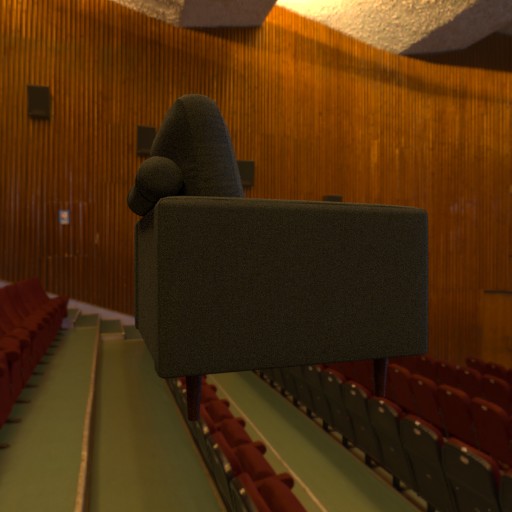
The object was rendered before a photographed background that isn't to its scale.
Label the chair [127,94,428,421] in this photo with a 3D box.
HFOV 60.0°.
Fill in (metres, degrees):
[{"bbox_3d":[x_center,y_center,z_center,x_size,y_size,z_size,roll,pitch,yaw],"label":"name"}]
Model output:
[{"bbox_3d":[0.000,0.000,1.542,0.843,0.880,0.821,0,0,-19],"label":"chair"}]
